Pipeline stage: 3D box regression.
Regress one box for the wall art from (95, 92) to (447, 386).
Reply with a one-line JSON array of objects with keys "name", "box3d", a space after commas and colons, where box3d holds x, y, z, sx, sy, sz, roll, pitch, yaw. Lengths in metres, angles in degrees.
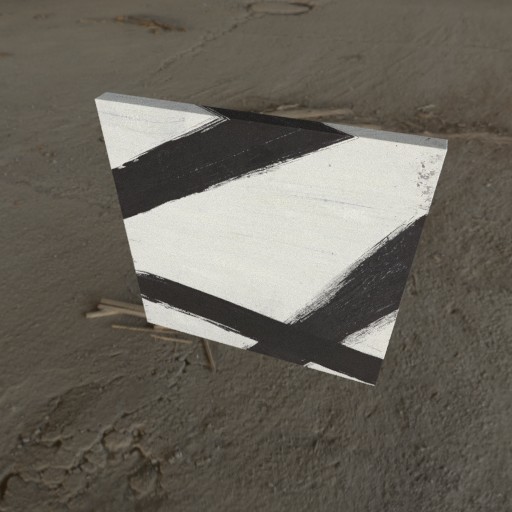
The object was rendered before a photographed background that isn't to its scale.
[{"name": "wall art", "box3d": [0.000, 0.000, 1.180, 0.765, 0.765, 0.046, 13, 42, 14]}]
